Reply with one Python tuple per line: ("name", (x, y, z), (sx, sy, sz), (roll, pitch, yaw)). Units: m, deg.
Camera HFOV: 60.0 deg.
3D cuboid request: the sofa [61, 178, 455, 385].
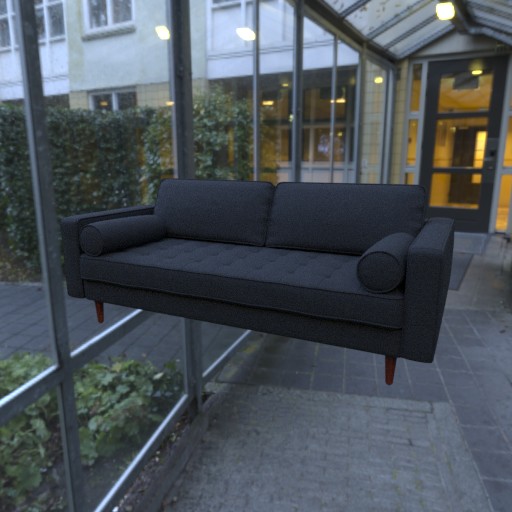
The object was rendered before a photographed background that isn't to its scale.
("sofa", (0.000, 0.000, 2.345), (1.875, 0.759, 0.914), (6, 14, 25))
